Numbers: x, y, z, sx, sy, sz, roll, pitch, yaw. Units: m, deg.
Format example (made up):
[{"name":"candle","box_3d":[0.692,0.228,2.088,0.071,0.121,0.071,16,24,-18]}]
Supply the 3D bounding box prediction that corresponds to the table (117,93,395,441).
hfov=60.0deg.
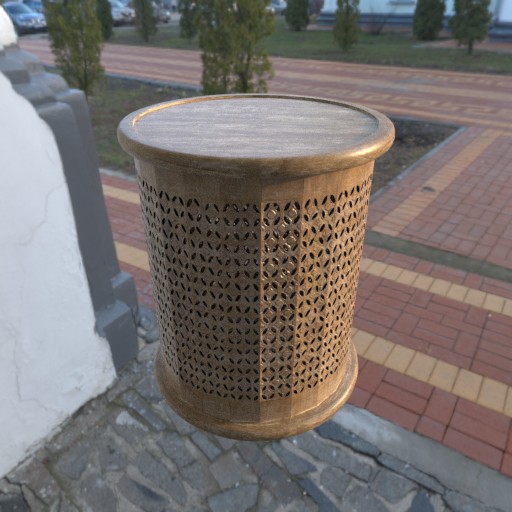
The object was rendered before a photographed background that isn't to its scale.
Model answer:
[{"name":"table","box_3d":[0.000,0.000,0.787,0.407,0.482,0.407,0,30,0]}]
